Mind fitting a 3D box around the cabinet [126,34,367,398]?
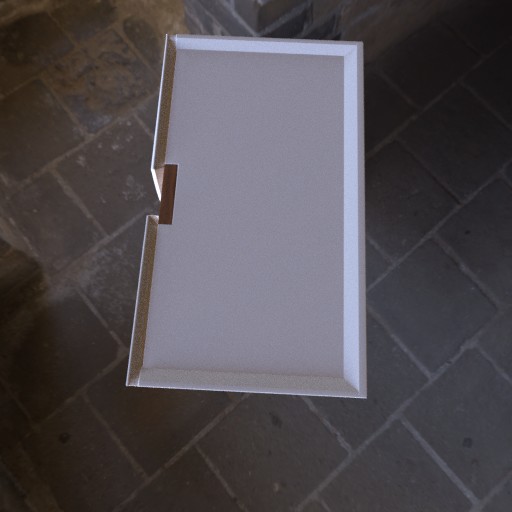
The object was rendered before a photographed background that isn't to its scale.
[{"bbox_3d":[0.000,0.000,1.072,0.344,0.772,0.591,3,76,1],"label":"cabinet"}]
